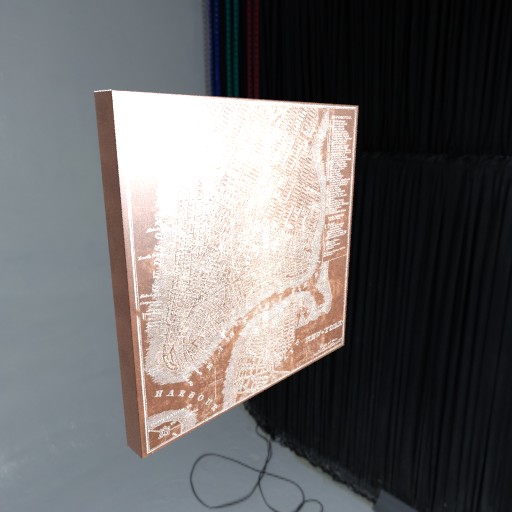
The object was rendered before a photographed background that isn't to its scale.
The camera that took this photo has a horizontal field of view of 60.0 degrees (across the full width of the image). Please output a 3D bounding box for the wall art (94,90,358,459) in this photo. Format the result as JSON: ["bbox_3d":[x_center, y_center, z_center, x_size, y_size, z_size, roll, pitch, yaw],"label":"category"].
[{"bbox_3d":[0.000,0.000,0.605,0.403,0.403,0.035,-15,22,-42],"label":"wall art"}]
